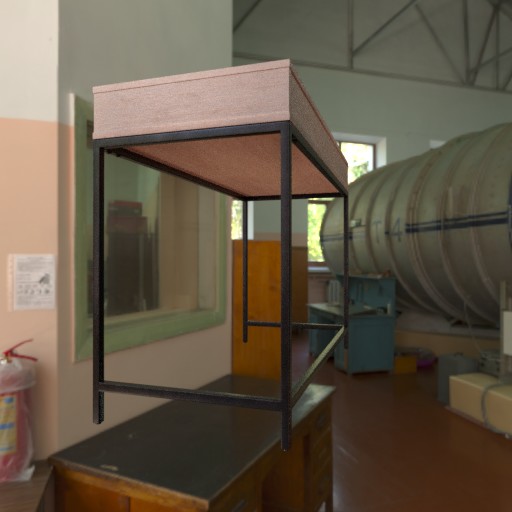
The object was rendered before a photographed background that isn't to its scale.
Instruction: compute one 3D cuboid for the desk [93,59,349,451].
[{"bbox_3d":[0.000,0.000,1.414,0.470,0.762,1.016,0,0,18],"label":"desk"}]
